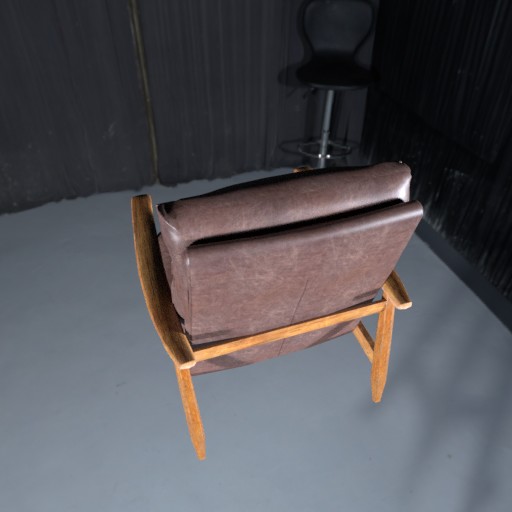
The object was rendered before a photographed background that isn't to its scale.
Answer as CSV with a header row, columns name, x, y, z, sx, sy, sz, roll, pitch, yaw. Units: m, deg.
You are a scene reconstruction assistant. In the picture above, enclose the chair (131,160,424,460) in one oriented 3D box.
name,x,y,z,sx,sy,sz,roll,pitch,yaw
chair,0.000,0.000,1.517,0.782,0.897,0.830,-12,42,-14
